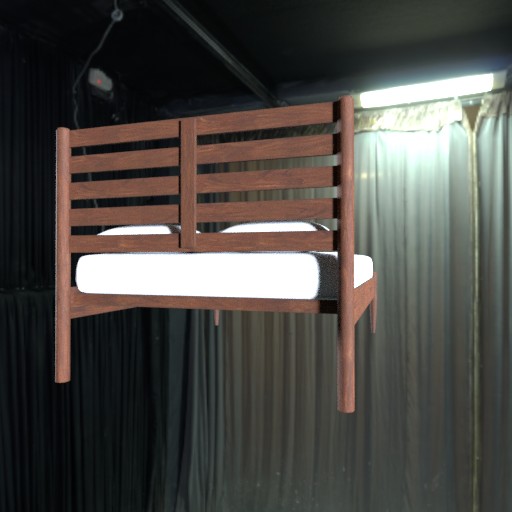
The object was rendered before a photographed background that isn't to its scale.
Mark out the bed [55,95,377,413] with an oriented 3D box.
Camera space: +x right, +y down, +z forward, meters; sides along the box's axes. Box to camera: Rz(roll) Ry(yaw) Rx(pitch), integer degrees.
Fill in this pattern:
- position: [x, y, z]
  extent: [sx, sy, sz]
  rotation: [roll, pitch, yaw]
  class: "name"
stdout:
- position: [0.000, 0.000, 3.031]
  extent: [1.509, 1.304, 2.093]
  rotation: [0, -1, 18]
  class: "bed"
